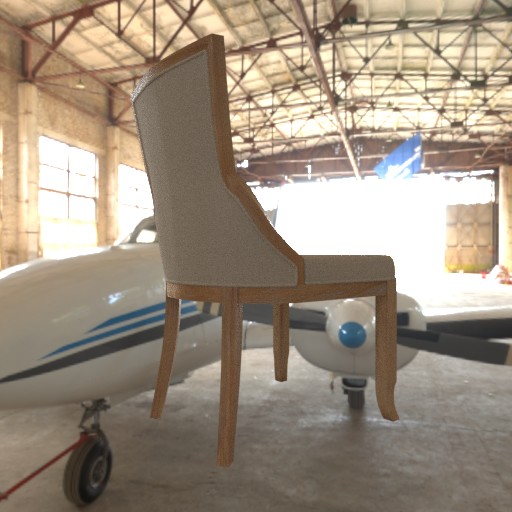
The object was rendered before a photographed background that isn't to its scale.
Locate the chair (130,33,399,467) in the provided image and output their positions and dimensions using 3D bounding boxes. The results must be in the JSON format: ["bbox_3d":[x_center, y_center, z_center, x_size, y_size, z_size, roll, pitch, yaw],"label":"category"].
[{"bbox_3d":[0.000,0.000,1.288,0.641,0.947,0.524,0,0,-37],"label":"chair"}]
